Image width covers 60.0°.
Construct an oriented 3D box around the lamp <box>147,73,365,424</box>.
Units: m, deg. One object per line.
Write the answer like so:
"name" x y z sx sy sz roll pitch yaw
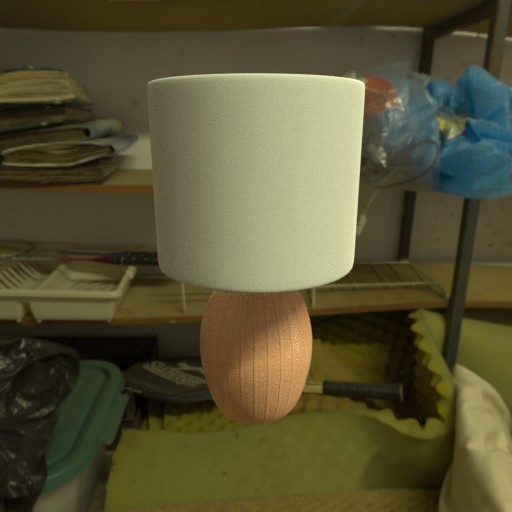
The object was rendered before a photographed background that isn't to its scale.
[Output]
"lamp" 0.000 0.000 0.761 0.329 0.570 0.329 0 16 0
